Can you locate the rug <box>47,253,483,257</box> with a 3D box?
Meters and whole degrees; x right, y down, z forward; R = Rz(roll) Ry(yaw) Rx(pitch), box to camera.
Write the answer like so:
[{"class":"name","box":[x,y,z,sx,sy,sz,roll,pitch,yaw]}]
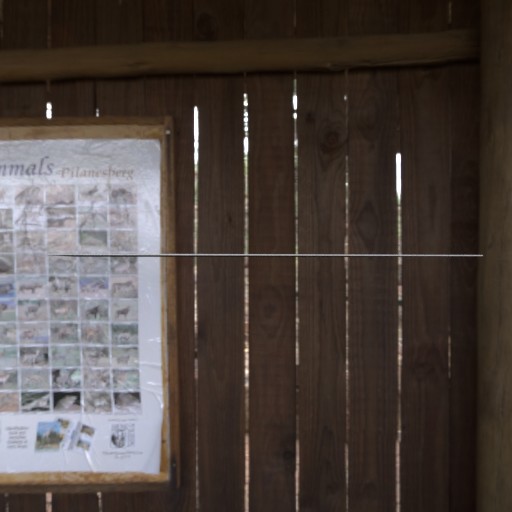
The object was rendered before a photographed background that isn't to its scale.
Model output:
[{"class":"rug","box":[0.000,0.000,3.052,2.438,0.008,1.523,0,0,-18]}]
